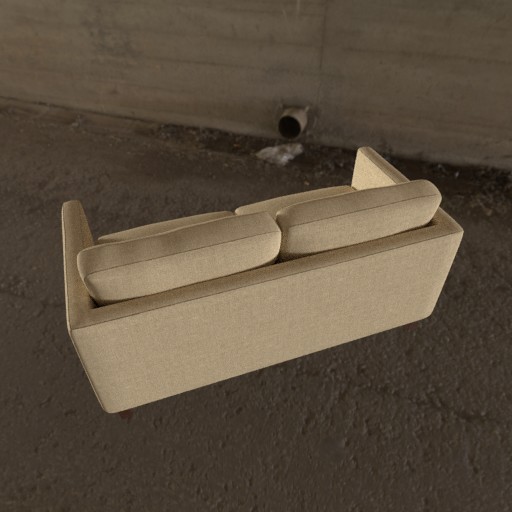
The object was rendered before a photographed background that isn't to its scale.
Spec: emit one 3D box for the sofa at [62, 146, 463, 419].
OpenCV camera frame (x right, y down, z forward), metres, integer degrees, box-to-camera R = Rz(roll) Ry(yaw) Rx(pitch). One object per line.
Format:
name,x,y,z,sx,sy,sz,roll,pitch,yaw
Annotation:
sofa,0.000,0.000,2.438,1.884,0.963,0.950,-13,43,-15
